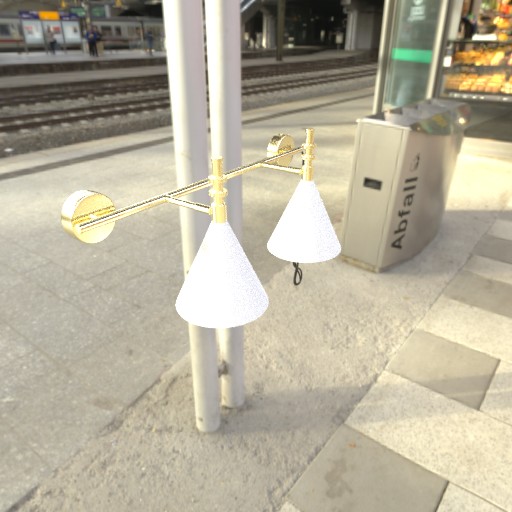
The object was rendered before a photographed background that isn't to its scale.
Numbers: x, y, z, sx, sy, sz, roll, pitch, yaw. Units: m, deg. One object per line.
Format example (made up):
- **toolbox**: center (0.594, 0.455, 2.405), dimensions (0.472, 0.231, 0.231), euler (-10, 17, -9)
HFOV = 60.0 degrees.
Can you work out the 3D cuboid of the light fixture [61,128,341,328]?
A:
- **light fixture**: center (0.000, 0.000, 0.884), dimensions (0.239, 0.468, 0.642), euler (18, 32, 32)
